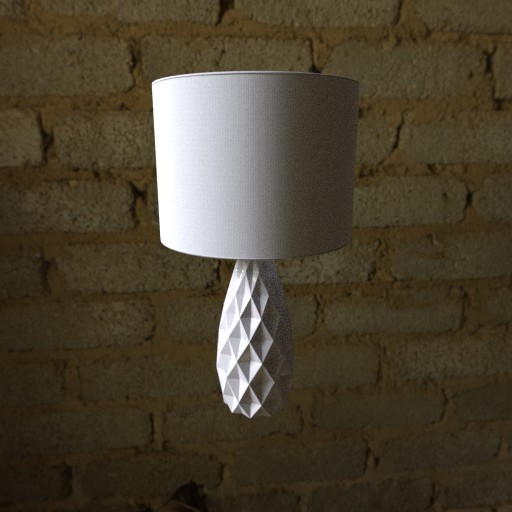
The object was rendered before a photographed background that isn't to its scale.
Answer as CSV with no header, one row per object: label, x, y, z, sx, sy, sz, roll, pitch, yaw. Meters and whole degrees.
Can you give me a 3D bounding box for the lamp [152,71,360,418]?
lamp,0.000,0.000,0.713,0.297,0.522,0.297,0,15,0
